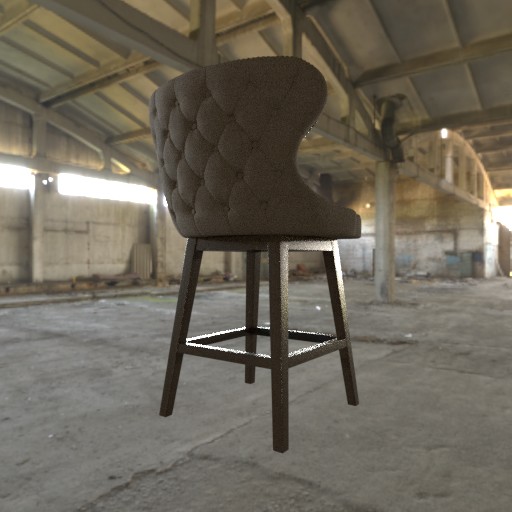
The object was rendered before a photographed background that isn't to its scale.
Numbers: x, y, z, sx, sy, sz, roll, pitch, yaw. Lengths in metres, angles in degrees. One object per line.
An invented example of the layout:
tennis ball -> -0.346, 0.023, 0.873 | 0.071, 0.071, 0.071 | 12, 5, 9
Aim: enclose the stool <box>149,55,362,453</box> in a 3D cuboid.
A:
stool -> 0.000, 0.000, 1.377 | 0.615, 0.972, 0.597 | 0, 0, 36
